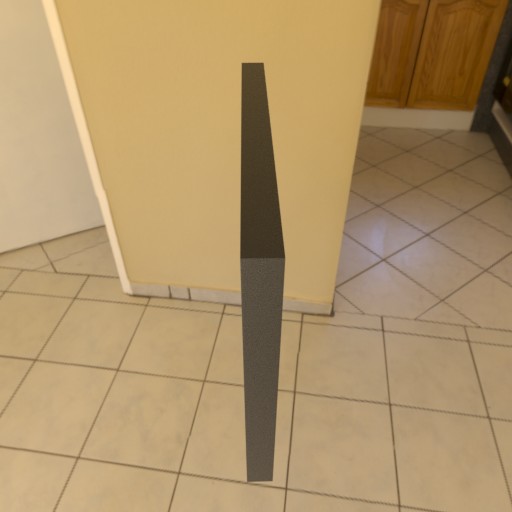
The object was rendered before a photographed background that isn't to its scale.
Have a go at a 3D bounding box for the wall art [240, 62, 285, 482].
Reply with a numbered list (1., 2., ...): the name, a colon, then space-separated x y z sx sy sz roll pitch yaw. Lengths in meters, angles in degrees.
1. wall art: 0.000 0.000 0.523 0.028 0.321 0.381 -1 41 -1
